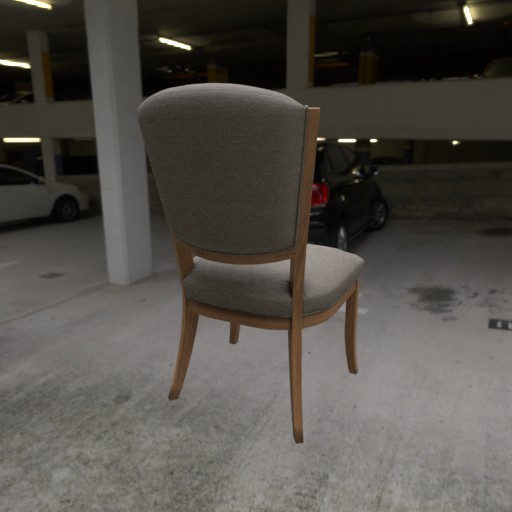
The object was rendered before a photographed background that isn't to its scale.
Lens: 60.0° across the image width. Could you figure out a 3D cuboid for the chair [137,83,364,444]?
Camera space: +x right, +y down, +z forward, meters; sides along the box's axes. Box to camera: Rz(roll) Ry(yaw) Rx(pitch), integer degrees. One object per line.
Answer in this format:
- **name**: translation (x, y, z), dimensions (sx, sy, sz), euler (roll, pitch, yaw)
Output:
- **chair**: translation (0.000, 0.000, 1.310), dimensions (0.513, 0.905, 0.584), euler (8, 17, 27)
